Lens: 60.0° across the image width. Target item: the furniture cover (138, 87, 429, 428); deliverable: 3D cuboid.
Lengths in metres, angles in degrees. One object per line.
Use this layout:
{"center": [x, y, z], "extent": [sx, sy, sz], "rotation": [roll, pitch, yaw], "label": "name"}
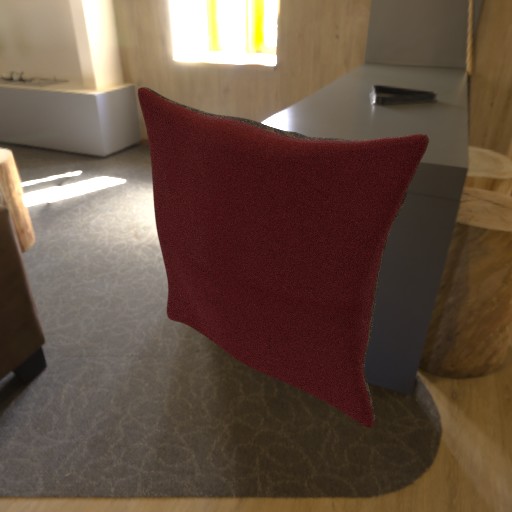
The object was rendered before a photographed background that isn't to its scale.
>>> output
{"center": [0.000, 0.000, 0.780], "extent": [0.514, 0.513, 0.163], "rotation": [21, 36, 32], "label": "furniture cover"}
